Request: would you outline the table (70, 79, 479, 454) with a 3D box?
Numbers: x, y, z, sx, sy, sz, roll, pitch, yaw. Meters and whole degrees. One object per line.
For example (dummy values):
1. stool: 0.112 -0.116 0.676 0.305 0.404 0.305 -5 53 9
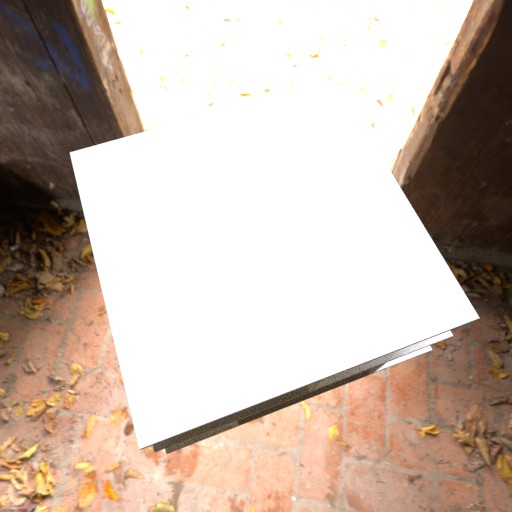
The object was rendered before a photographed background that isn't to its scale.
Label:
1. table: 0.000 0.000 1.109 0.700 0.289 0.700 -18 66 -9
